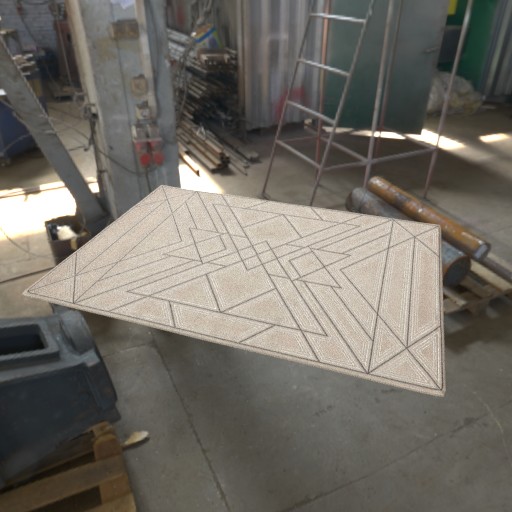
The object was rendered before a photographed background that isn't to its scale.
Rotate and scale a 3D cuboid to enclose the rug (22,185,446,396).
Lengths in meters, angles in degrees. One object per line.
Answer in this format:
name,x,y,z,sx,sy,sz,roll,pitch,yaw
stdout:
rug,0.000,0.000,4.257,3.381,0.026,2.436,10,34,16
